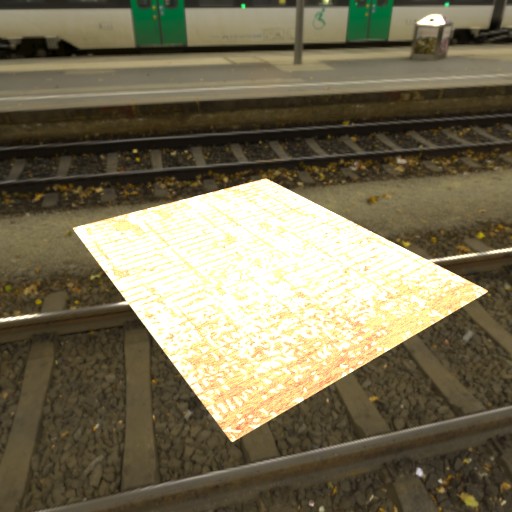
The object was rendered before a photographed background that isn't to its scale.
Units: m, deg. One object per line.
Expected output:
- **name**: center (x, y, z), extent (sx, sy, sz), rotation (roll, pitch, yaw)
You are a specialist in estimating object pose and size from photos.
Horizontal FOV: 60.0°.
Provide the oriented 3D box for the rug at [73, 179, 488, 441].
- **rug**: center (0.000, 0.000, 4.048), extent (2.441, 0.011, 3.050), rotation (-20, 36, -29)
